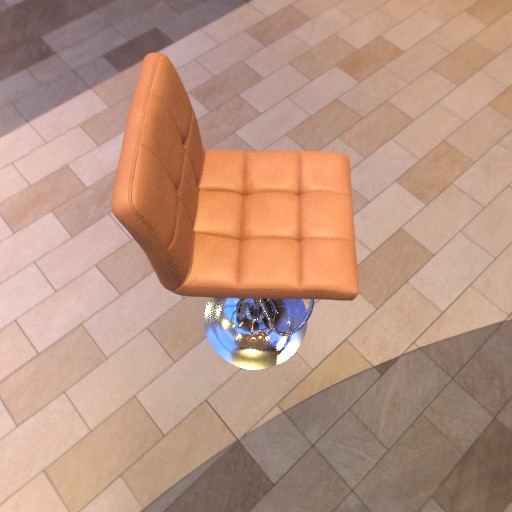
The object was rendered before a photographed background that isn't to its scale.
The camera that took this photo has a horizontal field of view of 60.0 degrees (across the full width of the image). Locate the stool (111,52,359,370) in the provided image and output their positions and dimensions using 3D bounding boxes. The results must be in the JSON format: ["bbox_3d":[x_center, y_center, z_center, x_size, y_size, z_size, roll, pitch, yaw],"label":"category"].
[{"bbox_3d":[0.000,0.000,1.331,0.505,1.115,0.430,2,63,1],"label":"stool"}]
